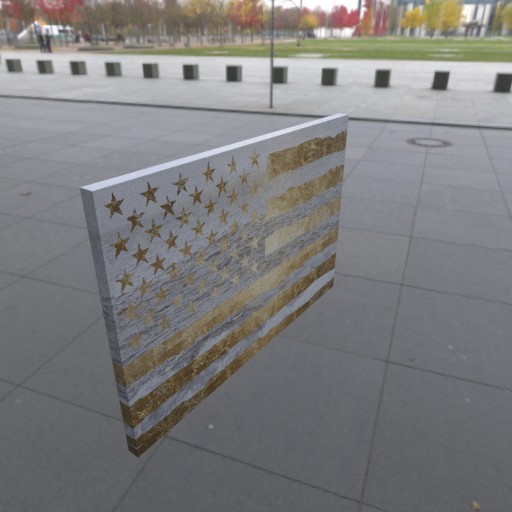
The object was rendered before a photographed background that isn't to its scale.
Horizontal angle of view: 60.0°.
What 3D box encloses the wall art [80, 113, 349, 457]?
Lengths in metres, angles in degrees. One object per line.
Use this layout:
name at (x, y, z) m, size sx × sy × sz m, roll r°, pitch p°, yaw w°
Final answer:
wall art at (0.000, 0.000, 1.465) m, size 0.041 × 0.762 × 1.145 m, roll 18°, pitch 32°, yaw 32°
